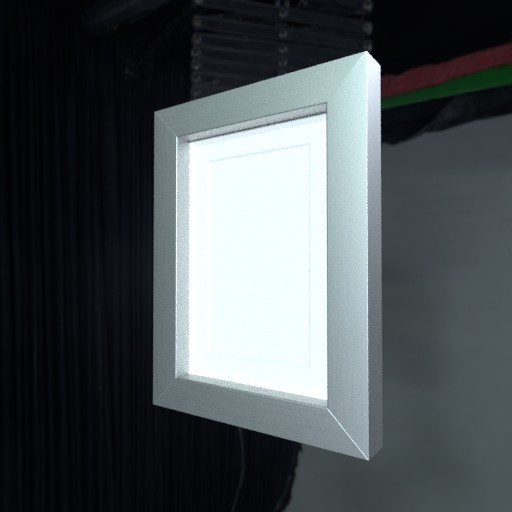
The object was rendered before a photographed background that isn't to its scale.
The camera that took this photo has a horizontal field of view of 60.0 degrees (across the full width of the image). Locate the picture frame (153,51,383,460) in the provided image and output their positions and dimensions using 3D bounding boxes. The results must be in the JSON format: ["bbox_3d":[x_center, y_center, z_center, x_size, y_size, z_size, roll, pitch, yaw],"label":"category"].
[{"bbox_3d":[0.000,0.000,0.281,0.157,0.208,0.028,-1,-1,35],"label":"picture frame"}]
